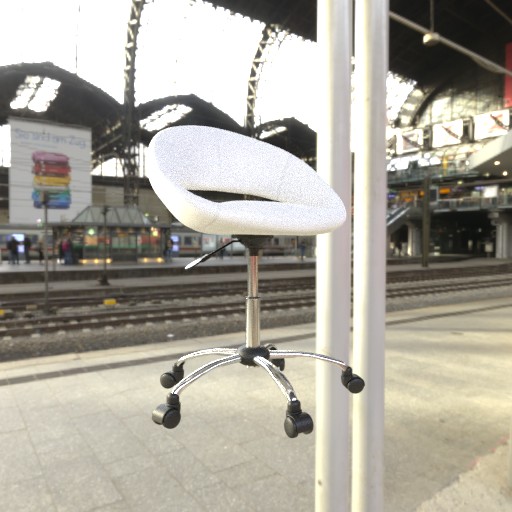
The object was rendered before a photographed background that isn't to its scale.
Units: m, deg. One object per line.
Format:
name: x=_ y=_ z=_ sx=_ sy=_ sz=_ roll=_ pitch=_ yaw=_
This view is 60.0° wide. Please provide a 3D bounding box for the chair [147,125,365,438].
chair: x=0.000 y=0.000 z=1.212 sx=0.612 sy=0.791 sz=0.538 roll=-1 pitch=2 yaw=-36
